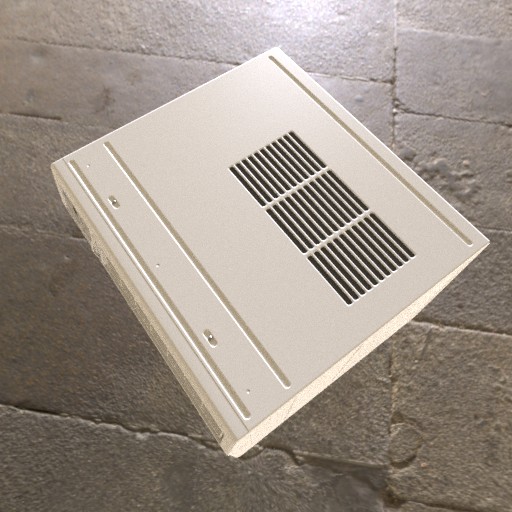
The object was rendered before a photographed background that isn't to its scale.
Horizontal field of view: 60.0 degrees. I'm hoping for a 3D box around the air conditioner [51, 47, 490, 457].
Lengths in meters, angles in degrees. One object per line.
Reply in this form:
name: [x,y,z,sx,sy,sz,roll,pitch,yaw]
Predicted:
air conditioner: [0.000,0.000,1.049,0.599,0.455,0.645,-34,69,-15]
